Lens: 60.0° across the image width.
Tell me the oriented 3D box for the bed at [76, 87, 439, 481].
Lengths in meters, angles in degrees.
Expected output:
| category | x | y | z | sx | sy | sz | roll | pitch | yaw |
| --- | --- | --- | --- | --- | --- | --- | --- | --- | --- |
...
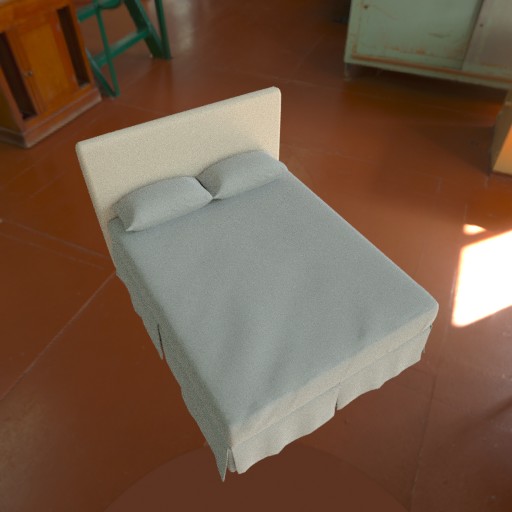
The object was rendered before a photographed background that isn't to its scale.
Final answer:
| category | x | y | z | sx | sy | sz | roll | pitch | yaw |
| --- | --- | --- | --- | --- | --- | --- | --- | --- | --- |
| bed | 0.000 | 0.000 | 3.211 | 1.748 | 1.330 | 2.142 | -24 | 51 | -21 |
